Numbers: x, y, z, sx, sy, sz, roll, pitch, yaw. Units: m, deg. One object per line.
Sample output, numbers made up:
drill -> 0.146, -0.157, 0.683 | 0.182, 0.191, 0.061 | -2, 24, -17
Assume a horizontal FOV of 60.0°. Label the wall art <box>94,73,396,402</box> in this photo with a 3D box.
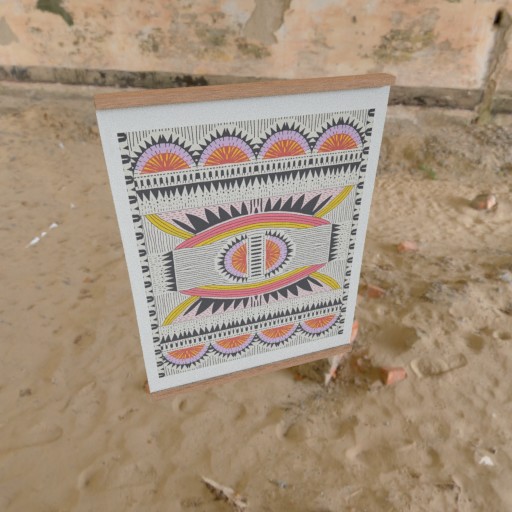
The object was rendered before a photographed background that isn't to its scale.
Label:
wall art -> 0.000, 0.000, 0.716 | 0.403, 0.527, 0.028 | -10, 34, -15
